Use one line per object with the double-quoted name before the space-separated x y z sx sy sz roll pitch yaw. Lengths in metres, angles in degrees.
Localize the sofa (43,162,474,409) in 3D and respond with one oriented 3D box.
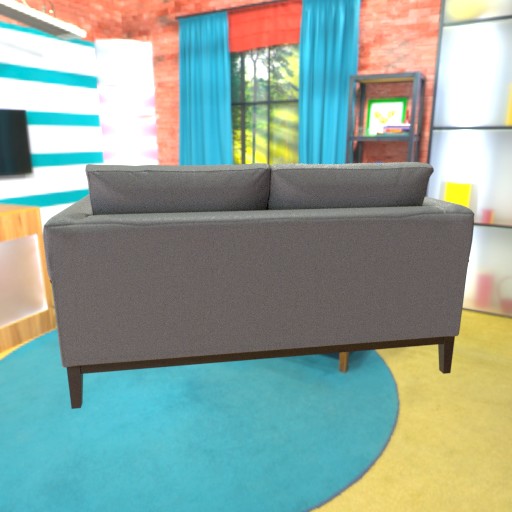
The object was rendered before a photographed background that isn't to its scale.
"sofa" 0.000 0.000 2.057 1.598 0.873 0.899 -3 15 -9
